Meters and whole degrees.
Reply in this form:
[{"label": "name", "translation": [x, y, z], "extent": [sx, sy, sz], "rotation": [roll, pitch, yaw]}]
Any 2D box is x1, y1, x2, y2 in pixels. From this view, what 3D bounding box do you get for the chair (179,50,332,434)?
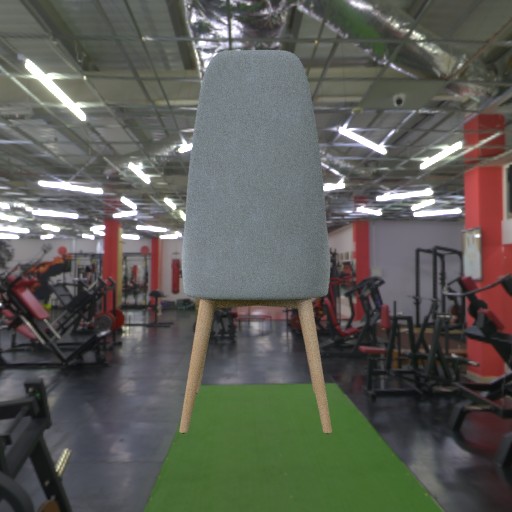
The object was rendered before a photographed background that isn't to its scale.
[{"label": "chair", "translation": [0.000, 0.000, 1.443], "extent": [0.510, 1.040, 0.660], "rotation": [0, -2, 0]}]
